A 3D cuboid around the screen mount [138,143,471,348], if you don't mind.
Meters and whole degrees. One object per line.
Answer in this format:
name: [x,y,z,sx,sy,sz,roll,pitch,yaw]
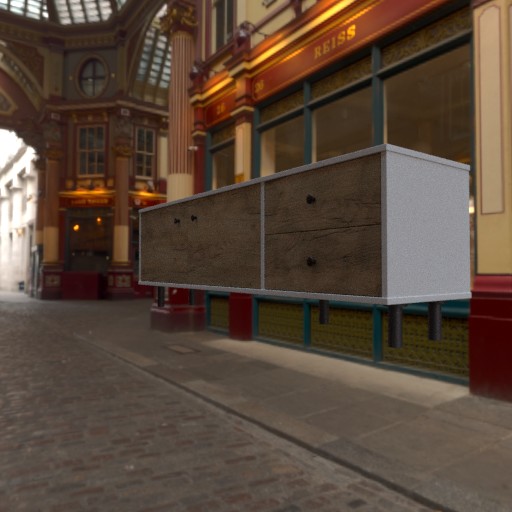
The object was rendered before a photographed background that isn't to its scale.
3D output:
screen mount: [0.000,0.000,1.846,0.418,0.520,1.600,1,-2,-37]
